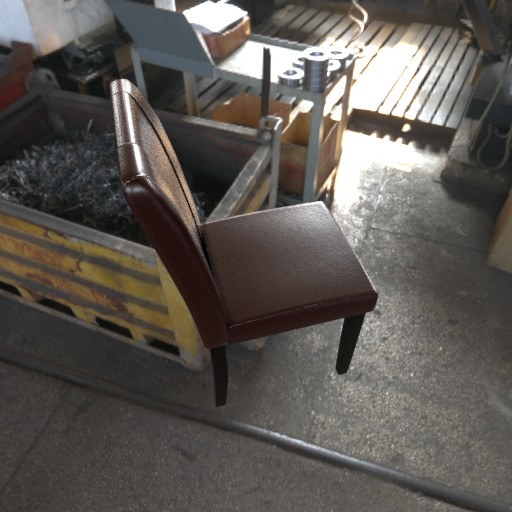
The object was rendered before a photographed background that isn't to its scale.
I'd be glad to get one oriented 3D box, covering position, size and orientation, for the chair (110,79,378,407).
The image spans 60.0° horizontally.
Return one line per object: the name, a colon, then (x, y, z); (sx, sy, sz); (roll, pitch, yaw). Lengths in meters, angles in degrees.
chair: (0.000, 0.000, 1.197); (0.556, 0.897, 0.399); (-11, 48, -11)
